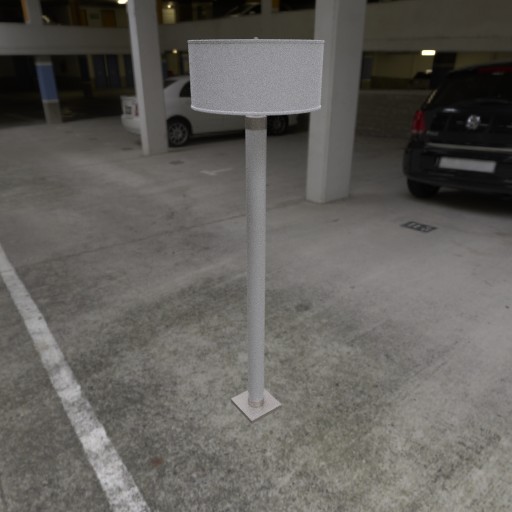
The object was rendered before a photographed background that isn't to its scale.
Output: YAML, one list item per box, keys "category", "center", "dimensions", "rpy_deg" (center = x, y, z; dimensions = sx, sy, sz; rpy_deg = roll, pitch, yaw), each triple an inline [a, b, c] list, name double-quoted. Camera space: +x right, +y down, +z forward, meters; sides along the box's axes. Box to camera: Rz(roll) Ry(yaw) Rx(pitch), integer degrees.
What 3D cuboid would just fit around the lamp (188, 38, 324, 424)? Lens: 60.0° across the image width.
- category: "lamp"
  center: [0.000, 0.000, 1.670]
  dimensions: [0.420, 1.475, 0.420]
  rpy_deg: [-17, 30, -32]
